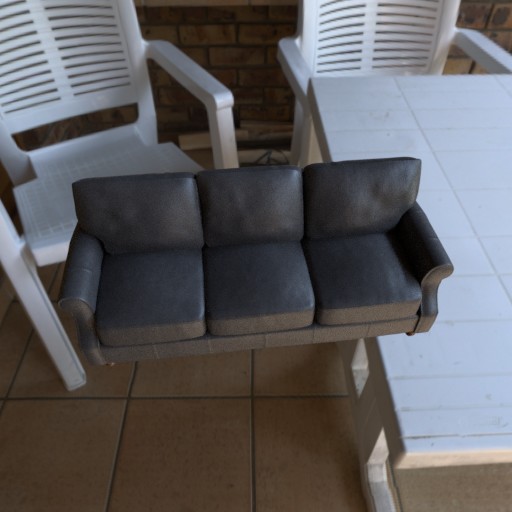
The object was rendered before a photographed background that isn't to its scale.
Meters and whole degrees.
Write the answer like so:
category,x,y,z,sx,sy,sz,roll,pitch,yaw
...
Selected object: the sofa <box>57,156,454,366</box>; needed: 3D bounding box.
category,x,y,z,sx,sy,sz,roll,pitch,yaw
sofa,0.000,0.000,2.917,2.387,0.977,0.974,-5,46,-5
